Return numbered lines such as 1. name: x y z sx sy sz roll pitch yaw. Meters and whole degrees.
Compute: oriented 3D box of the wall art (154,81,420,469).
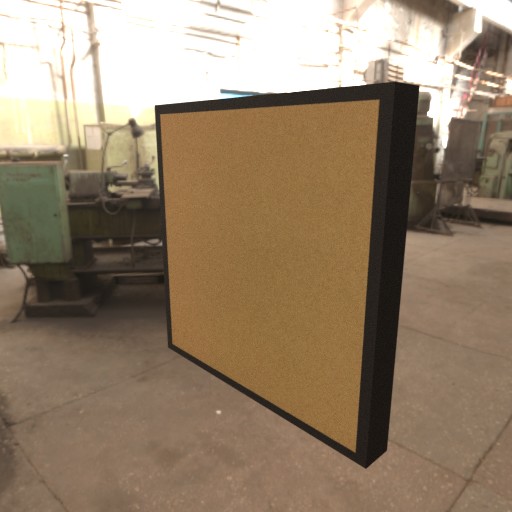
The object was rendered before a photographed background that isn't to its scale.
1. wall art: 0.000 0.000 0.450 0.033 0.304 0.305 -14 20 -41
